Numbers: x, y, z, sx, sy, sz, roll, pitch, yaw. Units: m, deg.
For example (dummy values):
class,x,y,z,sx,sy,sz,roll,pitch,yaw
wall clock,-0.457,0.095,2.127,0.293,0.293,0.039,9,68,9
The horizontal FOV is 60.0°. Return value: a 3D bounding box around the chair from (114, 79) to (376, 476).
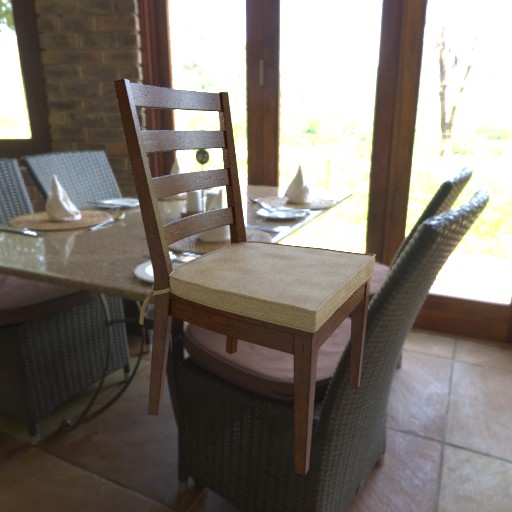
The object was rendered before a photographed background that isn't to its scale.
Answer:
class,x,y,z,sx,sy,sz,roll,pitch,yaw
chair,0.000,0.000,1.336,0.595,0.979,0.593,9,18,28
